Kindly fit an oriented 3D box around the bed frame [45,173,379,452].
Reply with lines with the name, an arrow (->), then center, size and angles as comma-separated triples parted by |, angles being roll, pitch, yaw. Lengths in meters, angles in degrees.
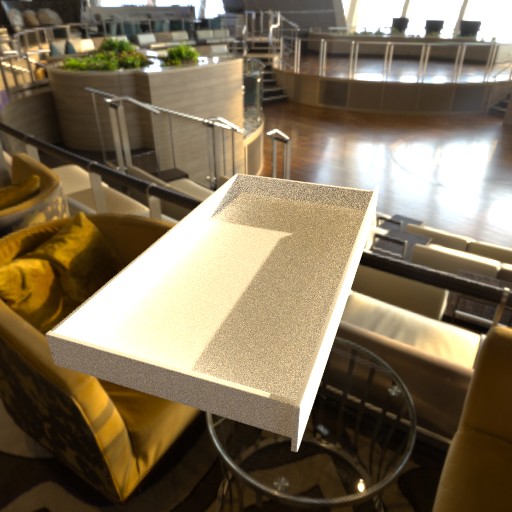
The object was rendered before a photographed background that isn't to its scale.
bed frame -> 0.000, 0.000, 1.551 | 0.670, 0.141, 1.300 | 11, 32, 17
